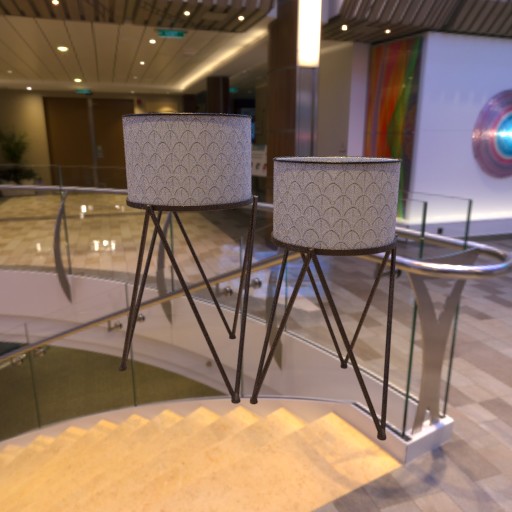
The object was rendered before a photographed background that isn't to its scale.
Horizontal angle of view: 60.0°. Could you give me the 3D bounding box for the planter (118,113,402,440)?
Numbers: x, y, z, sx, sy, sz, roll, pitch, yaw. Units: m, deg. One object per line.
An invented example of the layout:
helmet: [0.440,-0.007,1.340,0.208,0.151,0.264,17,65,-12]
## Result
planter: [0.000,0.000,1.177,0.769,0.712,0.413,7,16,25]
